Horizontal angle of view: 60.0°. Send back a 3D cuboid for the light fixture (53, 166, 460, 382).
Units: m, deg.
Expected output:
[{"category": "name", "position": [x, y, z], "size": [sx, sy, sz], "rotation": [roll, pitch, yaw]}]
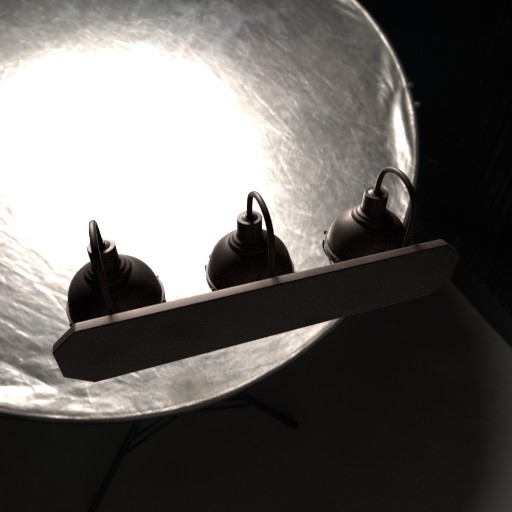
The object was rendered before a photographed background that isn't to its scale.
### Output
[{"category": "light fixture", "position": [0.000, 0.000, 0.741], "size": [0.634, 0.254, 0.229], "rotation": [-12, 42, -14]}]
